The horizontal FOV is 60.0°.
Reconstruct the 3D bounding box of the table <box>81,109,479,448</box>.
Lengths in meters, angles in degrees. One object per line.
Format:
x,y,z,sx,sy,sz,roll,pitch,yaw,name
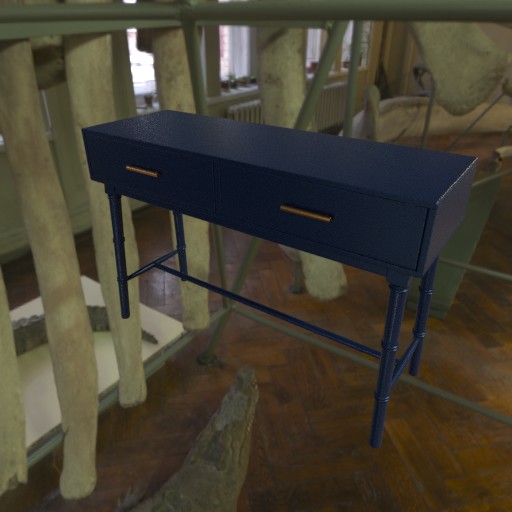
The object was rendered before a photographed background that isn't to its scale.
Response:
0.000,0.000,1.452,1.118,0.749,0.399,19,34,30,table
